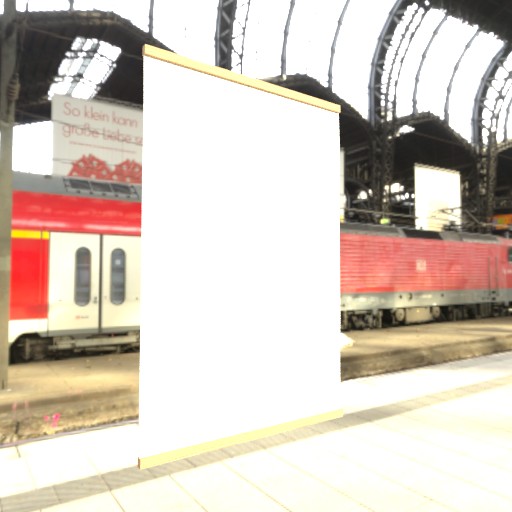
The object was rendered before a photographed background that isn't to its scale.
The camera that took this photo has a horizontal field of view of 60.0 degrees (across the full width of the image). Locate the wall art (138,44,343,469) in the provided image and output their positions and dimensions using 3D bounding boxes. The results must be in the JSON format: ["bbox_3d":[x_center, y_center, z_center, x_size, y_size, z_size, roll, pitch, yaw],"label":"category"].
[{"bbox_3d":[0.000,0.000,1.886,1.011,1.521,0.025,2,-3,-35],"label":"wall art"}]
